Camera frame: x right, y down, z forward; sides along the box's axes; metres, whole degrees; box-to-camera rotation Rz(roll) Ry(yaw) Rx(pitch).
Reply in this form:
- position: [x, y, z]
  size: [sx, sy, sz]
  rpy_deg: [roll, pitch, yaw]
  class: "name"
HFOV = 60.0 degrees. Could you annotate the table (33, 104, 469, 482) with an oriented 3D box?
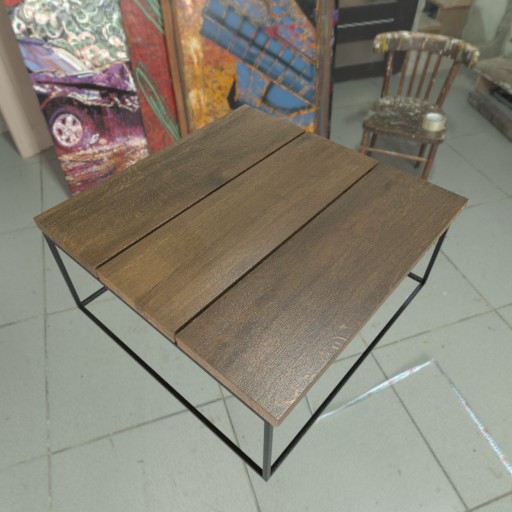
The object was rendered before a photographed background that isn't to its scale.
- position: [0.000, 0.000, 1.434]
  size: [0.900, 0.400, 0.900]
  rpy_deg: [32, 54, 27]
  class: "table"
